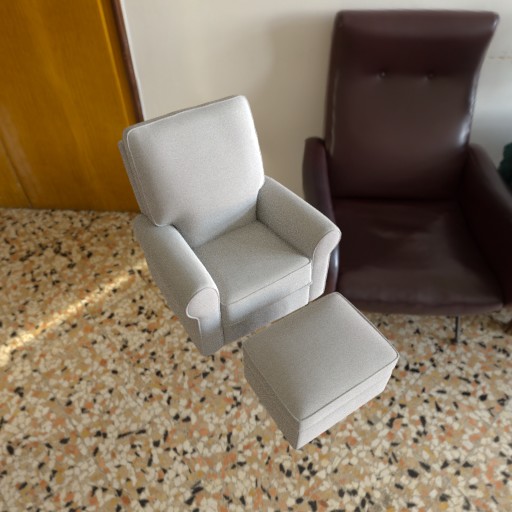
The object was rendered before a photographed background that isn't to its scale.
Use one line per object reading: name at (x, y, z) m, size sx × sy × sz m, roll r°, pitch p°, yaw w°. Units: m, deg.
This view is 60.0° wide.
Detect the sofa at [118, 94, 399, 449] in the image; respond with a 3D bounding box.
sofa at (0.000, 0.000, 2.120) m, size 0.880 × 0.959 × 1.478 m, roll -25°, pitch 51°, yaw -22°
